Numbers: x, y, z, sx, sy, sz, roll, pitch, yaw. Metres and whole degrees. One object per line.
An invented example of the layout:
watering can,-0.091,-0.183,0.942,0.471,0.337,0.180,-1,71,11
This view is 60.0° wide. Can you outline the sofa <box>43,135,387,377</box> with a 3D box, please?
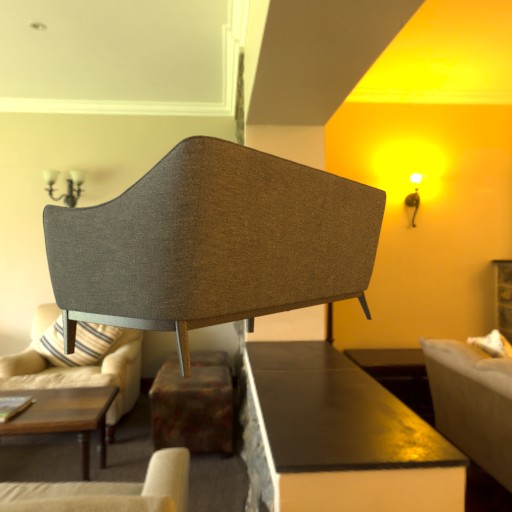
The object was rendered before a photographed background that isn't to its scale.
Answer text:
sofa,0.000,0.000,2.380,0.867,0.829,1.928,0,0,36
